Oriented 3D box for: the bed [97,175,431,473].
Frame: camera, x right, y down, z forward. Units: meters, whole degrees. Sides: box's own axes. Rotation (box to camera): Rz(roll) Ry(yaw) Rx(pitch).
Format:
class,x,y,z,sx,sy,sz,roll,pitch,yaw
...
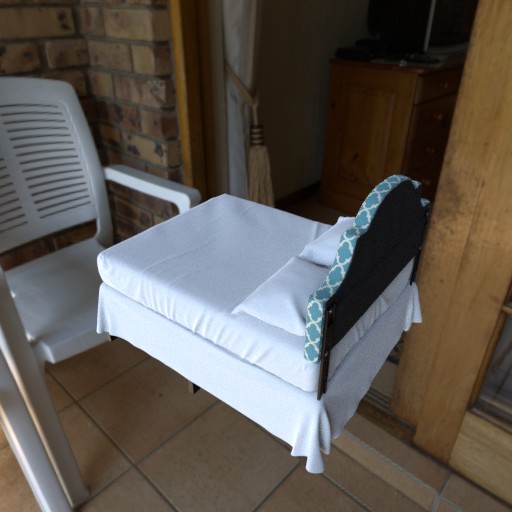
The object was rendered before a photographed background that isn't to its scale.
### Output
class,x,y,z,sx,sy,sz,roll,pitch,yaw
bed,0.000,0.000,3.389,2.222,1.633,1.780,21,36,31
